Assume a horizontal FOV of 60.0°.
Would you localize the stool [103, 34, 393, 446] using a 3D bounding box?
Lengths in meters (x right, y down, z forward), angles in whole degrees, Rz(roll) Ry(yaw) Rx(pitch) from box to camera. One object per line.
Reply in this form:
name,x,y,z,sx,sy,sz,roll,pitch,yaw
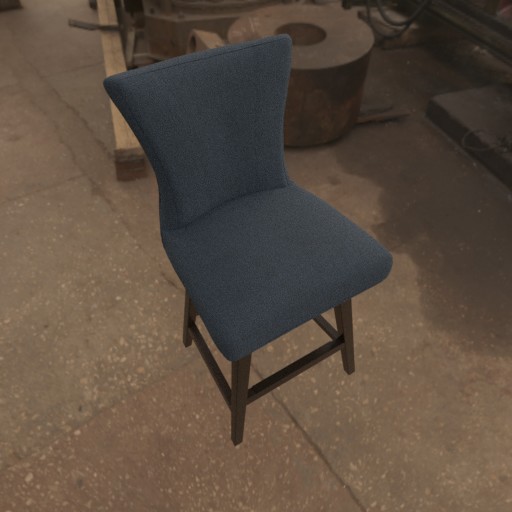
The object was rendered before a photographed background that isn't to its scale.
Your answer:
stool,0.000,0.000,1.291,0.514,1.000,0.574,-24,51,-21
